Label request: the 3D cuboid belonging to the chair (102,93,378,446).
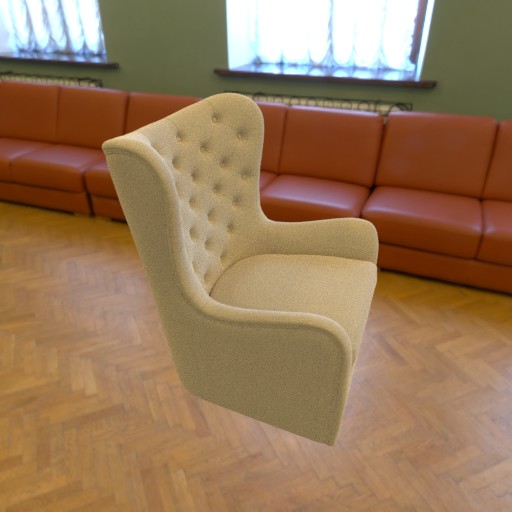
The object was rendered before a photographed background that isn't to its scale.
[{"bbox_3d":[0.000,0.000,1.767,0.929,1.079,0.831,11,32,17],"label":"chair"}]
